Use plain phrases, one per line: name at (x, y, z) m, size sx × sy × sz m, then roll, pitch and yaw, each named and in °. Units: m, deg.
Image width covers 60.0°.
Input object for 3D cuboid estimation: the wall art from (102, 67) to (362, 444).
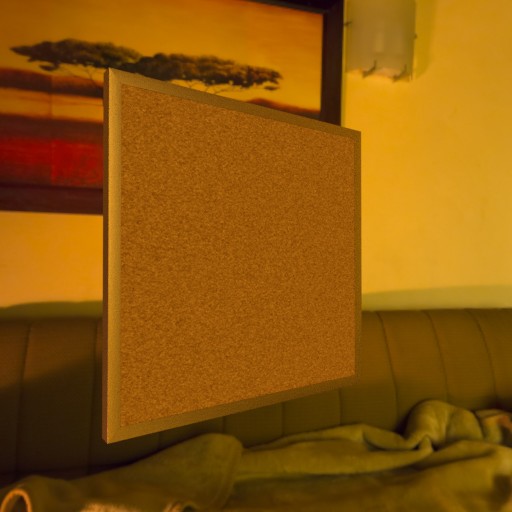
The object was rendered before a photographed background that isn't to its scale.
wall art at (0.000, 0.000, 1.140) m, size 0.767 × 0.765 × 0.036 m, roll 0°, pitch -1°, yaw -36°
